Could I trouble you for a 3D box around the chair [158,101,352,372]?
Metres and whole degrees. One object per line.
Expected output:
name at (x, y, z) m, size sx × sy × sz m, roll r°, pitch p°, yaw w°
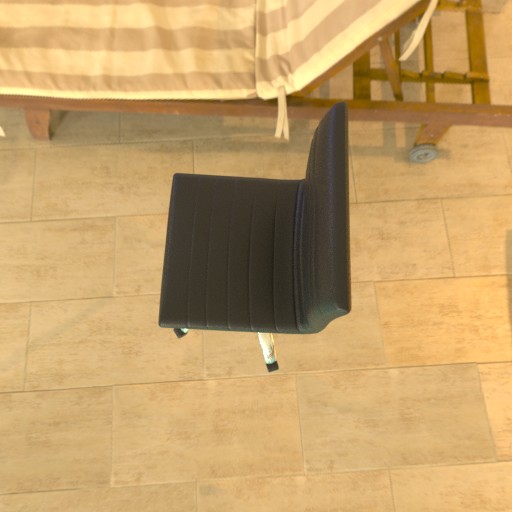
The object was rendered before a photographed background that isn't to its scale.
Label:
chair at (0.000, 0.000, 1.125) m, size 0.530 × 0.780 × 0.556 m, roll 2°, pitch 74°, yaw 1°
